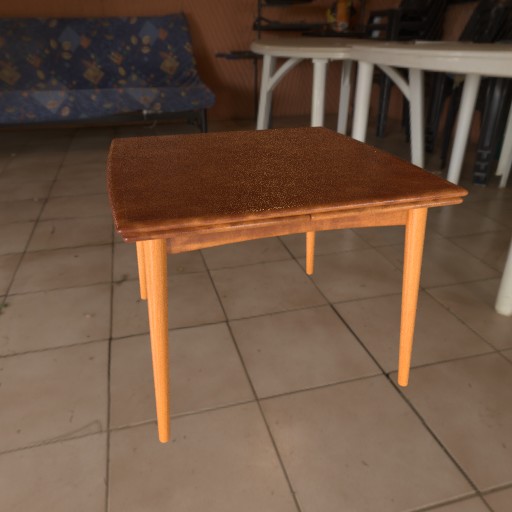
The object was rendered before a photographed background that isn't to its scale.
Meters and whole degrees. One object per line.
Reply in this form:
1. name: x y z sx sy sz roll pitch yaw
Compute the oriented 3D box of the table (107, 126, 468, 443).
1. table: 0.000 0.000 1.702 0.991 0.754 0.991 -8 28 -15
